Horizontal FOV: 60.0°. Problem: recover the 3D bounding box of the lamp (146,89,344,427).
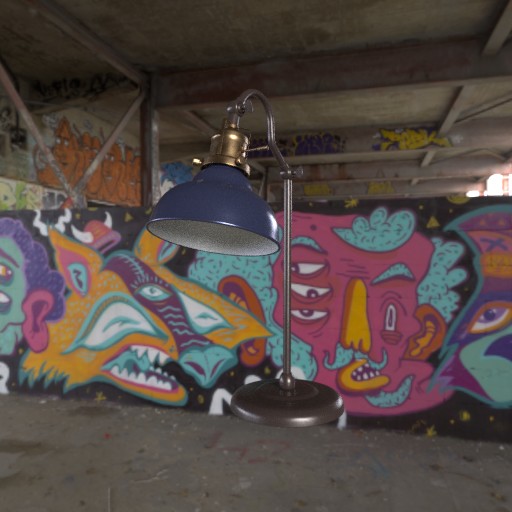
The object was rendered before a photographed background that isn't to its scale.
[{"bbox_3d":[0.000,0.000,0.678,0.192,0.508,0.374,0,0,35],"label":"lamp"}]
